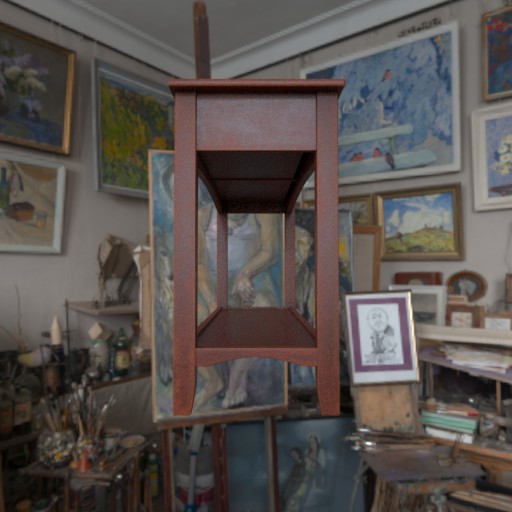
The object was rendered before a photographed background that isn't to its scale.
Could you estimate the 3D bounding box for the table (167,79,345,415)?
[{"bbox_3d":[0.000,0.000,1.551,0.392,0.739,1.188,0,-2,0],"label":"table"}]
